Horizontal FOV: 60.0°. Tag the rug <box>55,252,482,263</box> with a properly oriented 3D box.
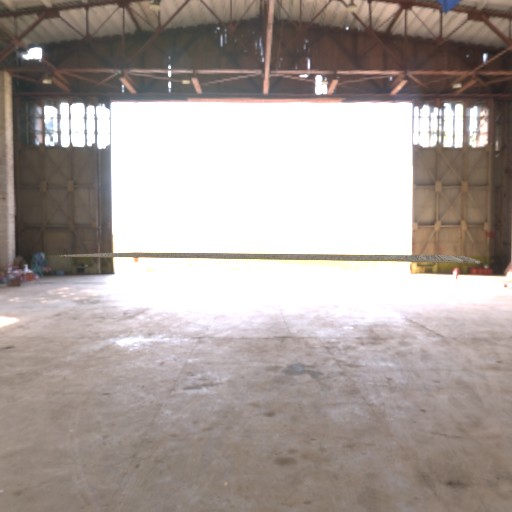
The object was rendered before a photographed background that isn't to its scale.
[{"bbox_3d":[0.000,0.000,2.792,2.480,0.013,0.786,1,2,19],"label":"rug"}]
